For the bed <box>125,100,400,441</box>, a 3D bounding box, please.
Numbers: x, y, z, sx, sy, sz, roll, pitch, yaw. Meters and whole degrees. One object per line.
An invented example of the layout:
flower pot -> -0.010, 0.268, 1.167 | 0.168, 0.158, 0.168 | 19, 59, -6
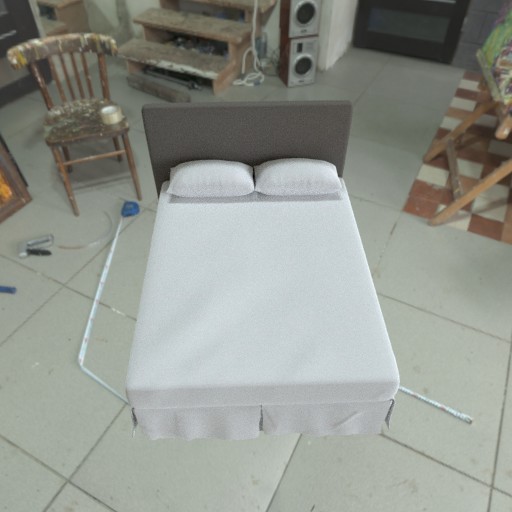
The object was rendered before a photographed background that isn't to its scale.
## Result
bed -> 0.000, 0.000, 3.199 | 1.723, 1.330, 2.142 | -1, 46, -1
